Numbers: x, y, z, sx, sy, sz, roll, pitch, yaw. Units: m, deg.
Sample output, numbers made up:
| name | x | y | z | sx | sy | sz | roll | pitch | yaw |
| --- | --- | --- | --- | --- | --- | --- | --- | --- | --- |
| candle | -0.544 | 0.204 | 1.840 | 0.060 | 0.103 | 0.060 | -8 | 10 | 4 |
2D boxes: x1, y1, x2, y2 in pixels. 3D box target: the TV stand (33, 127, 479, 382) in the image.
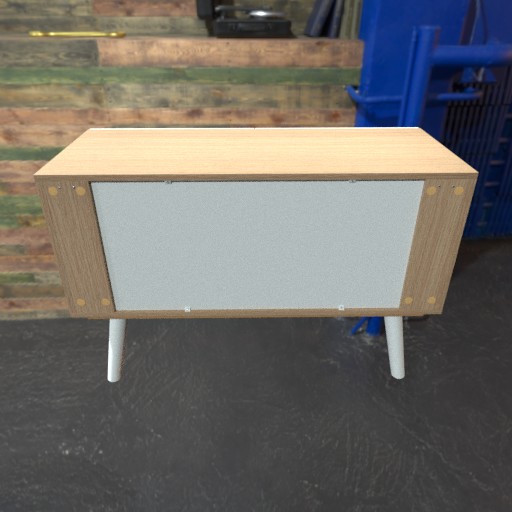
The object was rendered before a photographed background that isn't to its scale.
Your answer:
| name | x | y | z | sx | sy | sz | roll | pitch | yaw |
| --- | --- | --- | --- | --- | --- | --- | --- | --- | --- |
| TV stand | 0.000 | 0.000 | 1.327 | 0.991 | 0.660 | 0.407 | 0 | 30 | -1 |
